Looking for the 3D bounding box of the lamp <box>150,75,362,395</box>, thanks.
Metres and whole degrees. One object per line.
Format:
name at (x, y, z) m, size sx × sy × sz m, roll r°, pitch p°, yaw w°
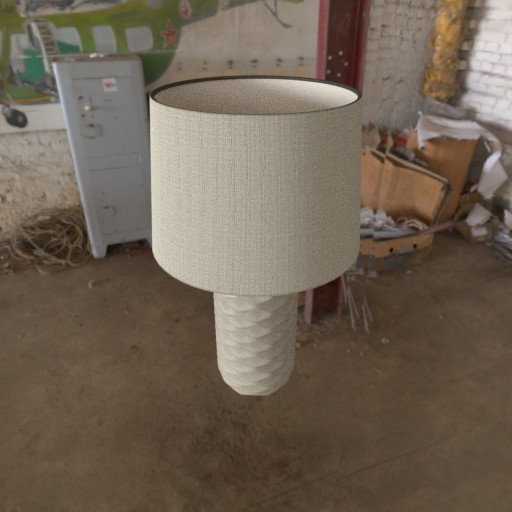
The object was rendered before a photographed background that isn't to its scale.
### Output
lamp at (0.000, 0.000, 0.839) m, size 0.376 × 0.594 × 0.376 m, roll 0°, pitch 30°, yaw 0°
